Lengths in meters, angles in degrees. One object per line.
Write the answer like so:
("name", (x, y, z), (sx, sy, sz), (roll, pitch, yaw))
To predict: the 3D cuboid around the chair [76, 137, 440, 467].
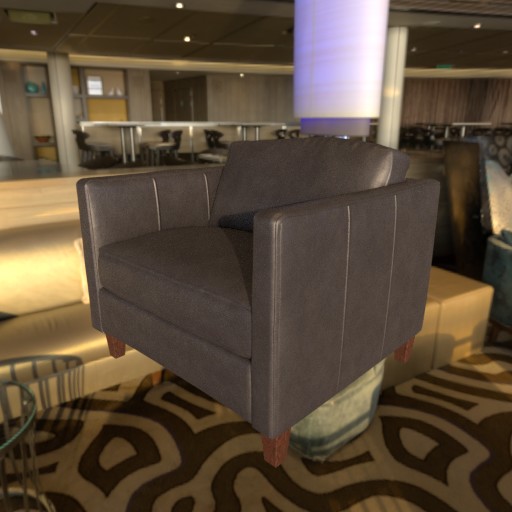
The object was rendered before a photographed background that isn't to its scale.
("chair", (0.000, 0.000, 1.573), (0.939, 0.811, 0.862), (15, 22, 41))
